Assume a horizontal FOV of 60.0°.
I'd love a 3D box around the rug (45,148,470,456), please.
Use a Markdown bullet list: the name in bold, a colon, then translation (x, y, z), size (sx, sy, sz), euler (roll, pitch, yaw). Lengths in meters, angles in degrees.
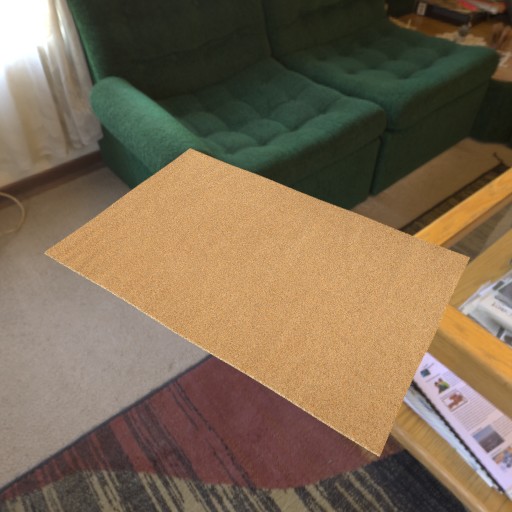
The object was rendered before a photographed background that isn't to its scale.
- **rug**: translation (0.000, 0.000, 2.906), size (2.346, 0.025, 1.500), euler (25, 51, 23)
